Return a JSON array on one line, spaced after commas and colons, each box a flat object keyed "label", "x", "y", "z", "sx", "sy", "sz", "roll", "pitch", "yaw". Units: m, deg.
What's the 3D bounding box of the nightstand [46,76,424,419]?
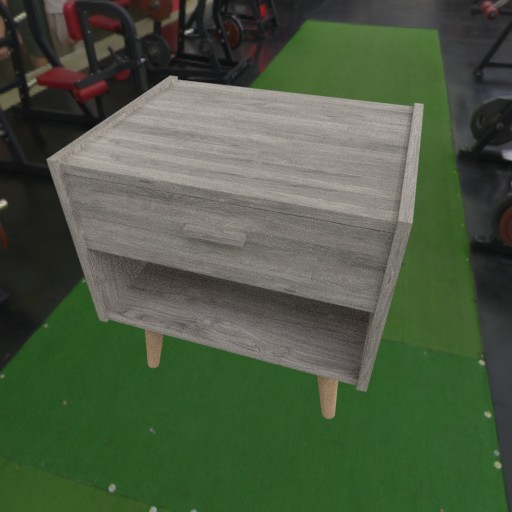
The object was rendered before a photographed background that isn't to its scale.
[{"label": "nightstand", "x": 0.000, "y": 0.000, "z": 0.836, "sx": 0.480, "sy": 0.500, "sz": 0.380, "roll": 12, "pitch": 41, "yaw": 14}]
